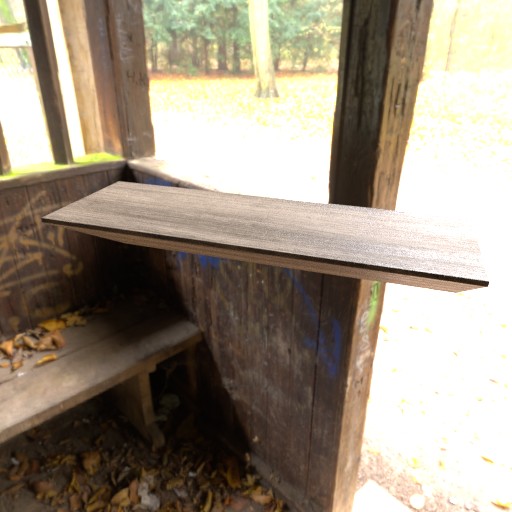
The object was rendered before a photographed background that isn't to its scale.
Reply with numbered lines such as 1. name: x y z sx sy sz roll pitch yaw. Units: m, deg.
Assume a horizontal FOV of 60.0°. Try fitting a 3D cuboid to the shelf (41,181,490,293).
1. shelf: 0.000 0.000 0.687 0.610 0.125 0.200 8 27 17
